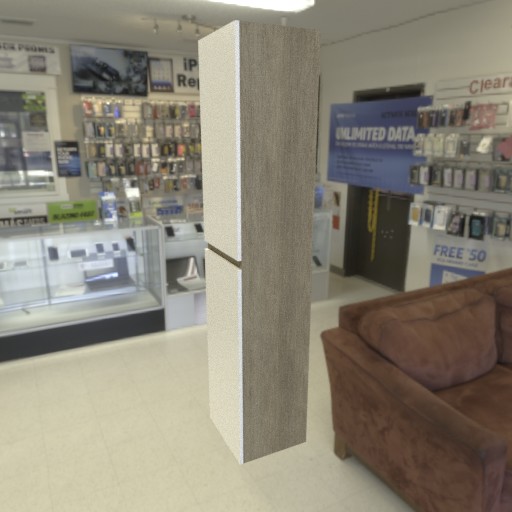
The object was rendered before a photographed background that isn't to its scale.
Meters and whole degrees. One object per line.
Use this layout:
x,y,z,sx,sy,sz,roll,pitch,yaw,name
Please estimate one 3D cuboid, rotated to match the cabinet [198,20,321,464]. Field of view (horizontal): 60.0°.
0.000,0.000,1.544,0.270,1.400,0.300,-7,17,-25,cabinet
